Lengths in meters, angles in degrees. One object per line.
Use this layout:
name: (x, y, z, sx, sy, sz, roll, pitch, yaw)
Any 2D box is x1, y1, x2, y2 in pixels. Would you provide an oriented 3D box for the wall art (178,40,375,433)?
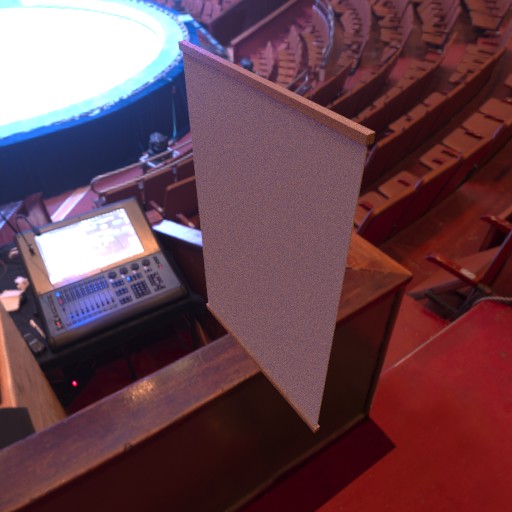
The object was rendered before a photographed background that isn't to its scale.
wall art: (0.000, 0.000, 1.918, 0.030, 1.519, 0.990, -25, 47, -26)
